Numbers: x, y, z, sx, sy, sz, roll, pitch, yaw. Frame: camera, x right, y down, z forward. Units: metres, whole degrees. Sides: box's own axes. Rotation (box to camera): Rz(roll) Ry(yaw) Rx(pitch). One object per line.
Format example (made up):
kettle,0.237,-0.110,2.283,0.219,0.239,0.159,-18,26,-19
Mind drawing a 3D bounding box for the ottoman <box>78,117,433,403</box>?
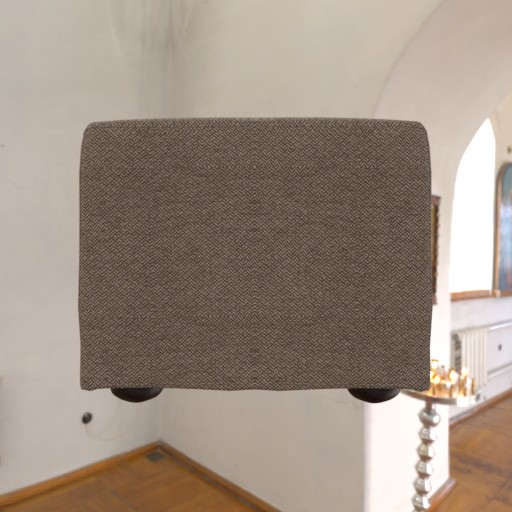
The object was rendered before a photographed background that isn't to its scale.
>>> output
ottoman,0.000,0.000,0.883,0.519,0.453,0.512,0,1,0
